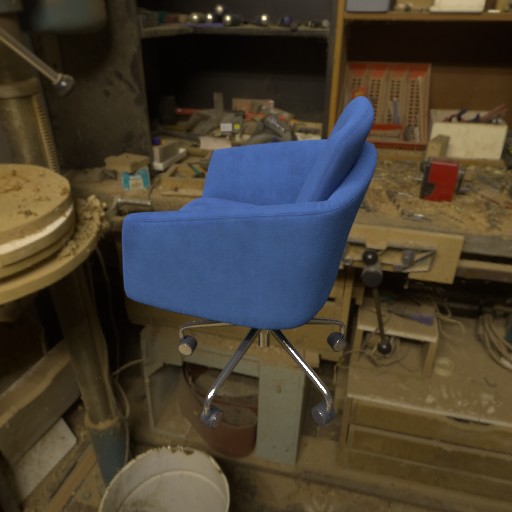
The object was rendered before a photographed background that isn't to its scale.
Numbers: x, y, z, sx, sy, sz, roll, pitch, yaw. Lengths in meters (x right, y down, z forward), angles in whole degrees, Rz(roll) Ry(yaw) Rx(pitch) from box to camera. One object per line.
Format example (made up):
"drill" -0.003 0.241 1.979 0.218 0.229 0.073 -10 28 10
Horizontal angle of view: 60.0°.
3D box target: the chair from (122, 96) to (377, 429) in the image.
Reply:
"chair" 0.000 0.000 1.361 0.635 0.908 0.641 8 31 14
